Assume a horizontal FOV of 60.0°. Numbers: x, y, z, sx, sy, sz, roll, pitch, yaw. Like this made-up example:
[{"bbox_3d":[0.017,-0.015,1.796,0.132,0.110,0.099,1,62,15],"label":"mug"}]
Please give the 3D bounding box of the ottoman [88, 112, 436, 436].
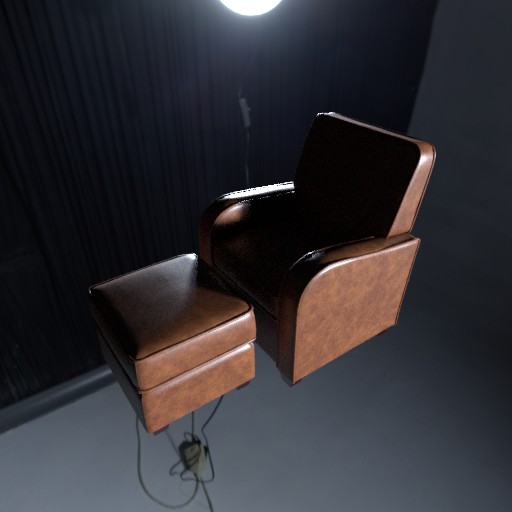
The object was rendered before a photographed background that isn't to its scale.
[{"bbox_3d":[0.000,0.000,1.861,1.314,0.904,0.732,-21,38,-29],"label":"ottoman"}]
